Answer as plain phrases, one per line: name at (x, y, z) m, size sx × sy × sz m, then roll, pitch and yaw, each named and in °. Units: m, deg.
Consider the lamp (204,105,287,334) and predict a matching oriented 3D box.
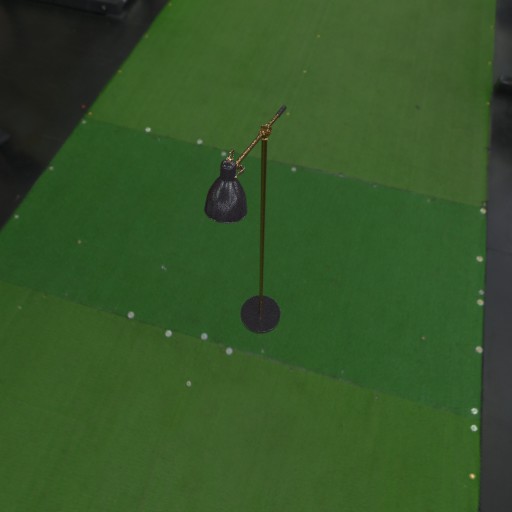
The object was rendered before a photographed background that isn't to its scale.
lamp at (0.000, 0.000, 1.889) m, size 0.235 × 1.628 × 0.618 m, roll 17°, pitch 61°, yaw 10°
